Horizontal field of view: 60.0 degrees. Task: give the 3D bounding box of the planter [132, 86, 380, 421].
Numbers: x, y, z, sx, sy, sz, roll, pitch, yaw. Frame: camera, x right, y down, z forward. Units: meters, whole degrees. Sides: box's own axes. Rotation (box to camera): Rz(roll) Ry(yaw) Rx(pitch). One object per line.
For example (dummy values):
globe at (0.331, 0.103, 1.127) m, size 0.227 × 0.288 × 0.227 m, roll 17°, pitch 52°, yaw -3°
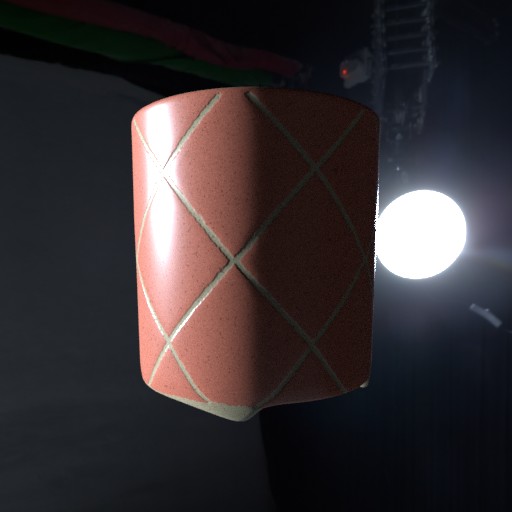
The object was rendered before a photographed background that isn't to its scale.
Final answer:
planter at (0.000, 0.000, 0.353) m, size 0.191 × 0.200 × 0.191 m, roll 0°, pitch 0°, yaw 0°
